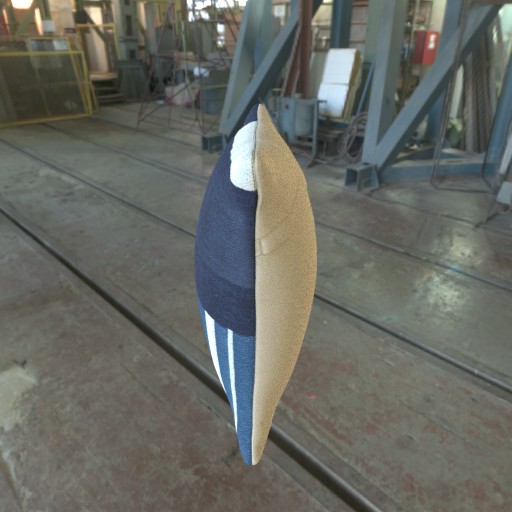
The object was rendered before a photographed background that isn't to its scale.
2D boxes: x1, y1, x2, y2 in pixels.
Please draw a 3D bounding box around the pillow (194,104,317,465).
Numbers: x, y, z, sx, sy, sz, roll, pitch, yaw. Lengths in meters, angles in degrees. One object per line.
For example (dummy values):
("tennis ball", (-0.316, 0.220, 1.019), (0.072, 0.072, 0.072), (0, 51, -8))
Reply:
("pillow", (0.000, 0.000, 0.847), (0.229, 0.506, 0.536), (1, 27, 1))
